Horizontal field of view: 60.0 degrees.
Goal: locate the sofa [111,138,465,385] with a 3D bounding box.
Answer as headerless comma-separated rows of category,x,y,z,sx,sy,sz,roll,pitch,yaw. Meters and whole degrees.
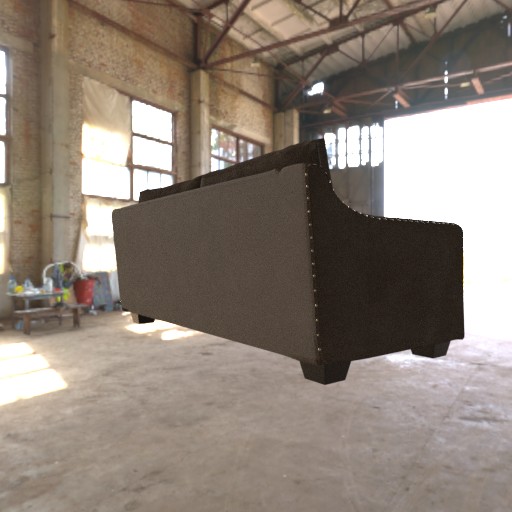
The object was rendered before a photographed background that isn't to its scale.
sofa,0.000,0.000,3.311,1.336,1.196,2.550,0,0,-36
